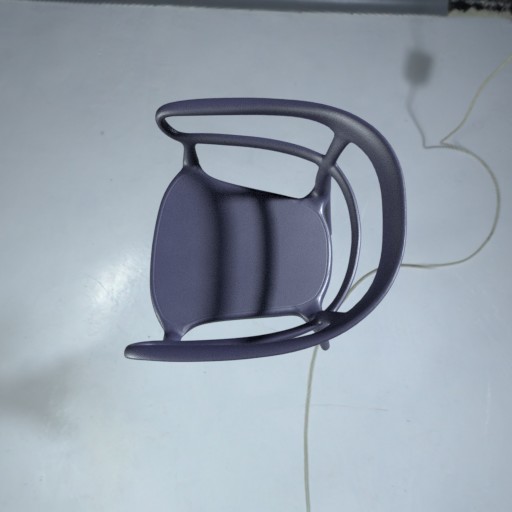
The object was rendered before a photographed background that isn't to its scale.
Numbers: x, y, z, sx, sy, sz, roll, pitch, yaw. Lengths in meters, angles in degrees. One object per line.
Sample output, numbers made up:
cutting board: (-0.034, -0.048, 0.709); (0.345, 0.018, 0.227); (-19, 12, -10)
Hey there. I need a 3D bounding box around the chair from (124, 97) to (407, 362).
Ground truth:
chair: (0.000, 0.000, 1.142); (0.527, 0.761, 0.559); (3, 76, 1)
